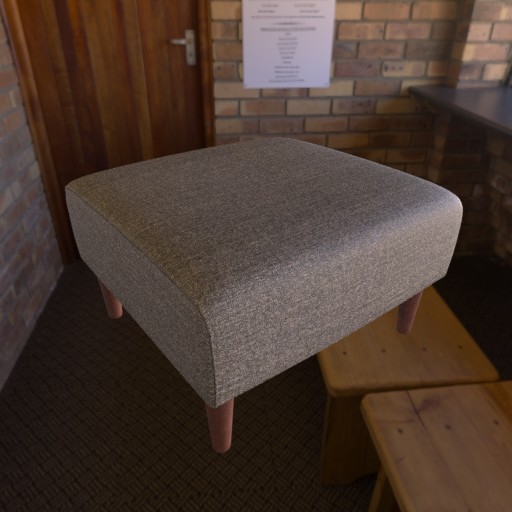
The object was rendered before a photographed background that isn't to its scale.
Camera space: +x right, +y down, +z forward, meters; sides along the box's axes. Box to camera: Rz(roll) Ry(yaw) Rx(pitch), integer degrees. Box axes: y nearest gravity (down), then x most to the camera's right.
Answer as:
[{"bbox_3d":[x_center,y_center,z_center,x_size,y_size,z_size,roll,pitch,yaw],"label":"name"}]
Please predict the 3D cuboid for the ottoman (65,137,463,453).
[{"bbox_3d":[0.000,0.000,1.052,0.655,0.399,0.648,-21,36,-32],"label":"ottoman"}]
